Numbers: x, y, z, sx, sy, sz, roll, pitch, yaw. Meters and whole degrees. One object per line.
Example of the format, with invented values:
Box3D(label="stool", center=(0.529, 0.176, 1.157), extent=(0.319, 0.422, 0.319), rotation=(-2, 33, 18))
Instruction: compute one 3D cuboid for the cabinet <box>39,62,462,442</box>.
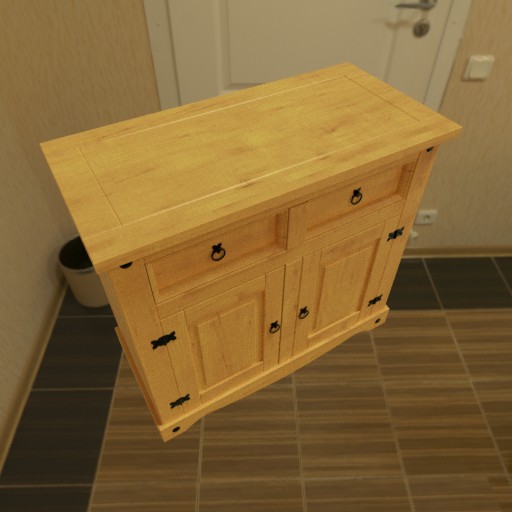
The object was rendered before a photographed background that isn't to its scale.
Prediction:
Box3D(label="cabinet", center=(0.000, 0.000, 1.370), extent=(0.920, 0.840, 0.450), rotation=(-23, 50, -21))
